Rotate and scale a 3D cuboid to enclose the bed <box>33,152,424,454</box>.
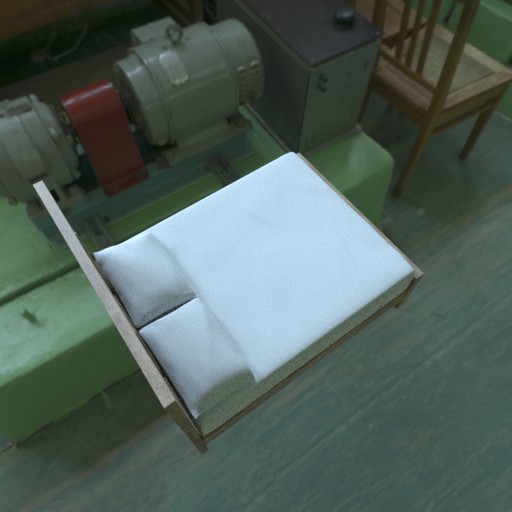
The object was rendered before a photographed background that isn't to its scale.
[{"bbox_3d":[0.000,0.000,3.389,2.197,1.626,1.626,-32,64,-17],"label":"bed"}]
